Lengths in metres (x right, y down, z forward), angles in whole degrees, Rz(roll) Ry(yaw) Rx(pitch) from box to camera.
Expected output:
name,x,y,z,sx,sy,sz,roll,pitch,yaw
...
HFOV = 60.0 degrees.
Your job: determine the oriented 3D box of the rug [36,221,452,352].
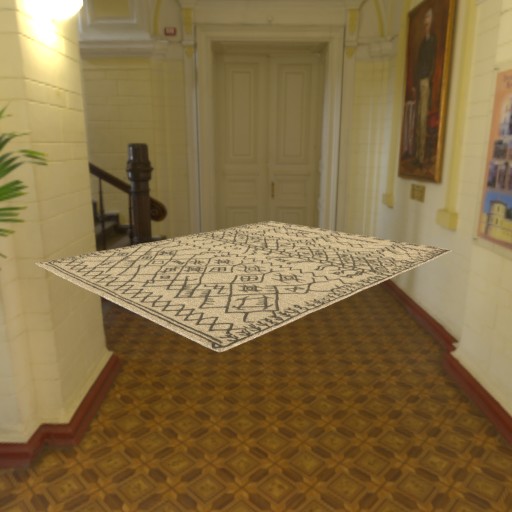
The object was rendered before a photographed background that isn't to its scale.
name,x,y,z,sx,sy,sz,roll,pitch,yaw
rug,0.000,0.000,3.298,1.964,0.025,2.455,13,20,42
